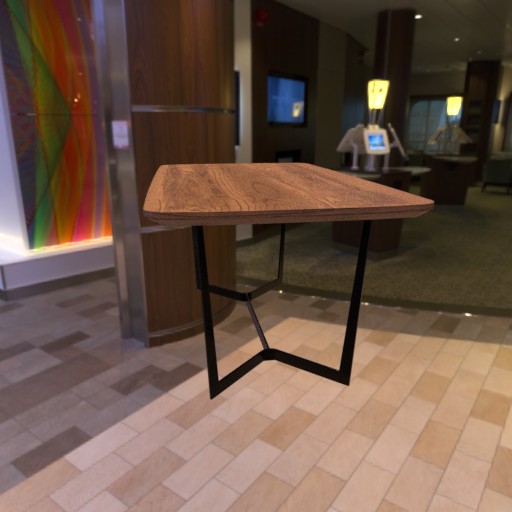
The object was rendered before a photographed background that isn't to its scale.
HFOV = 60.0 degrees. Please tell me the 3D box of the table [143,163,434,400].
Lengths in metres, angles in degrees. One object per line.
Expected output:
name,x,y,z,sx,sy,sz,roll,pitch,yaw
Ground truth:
table,0.000,0.000,2.190,0.949,0.765,1.643,-3,17,-9
